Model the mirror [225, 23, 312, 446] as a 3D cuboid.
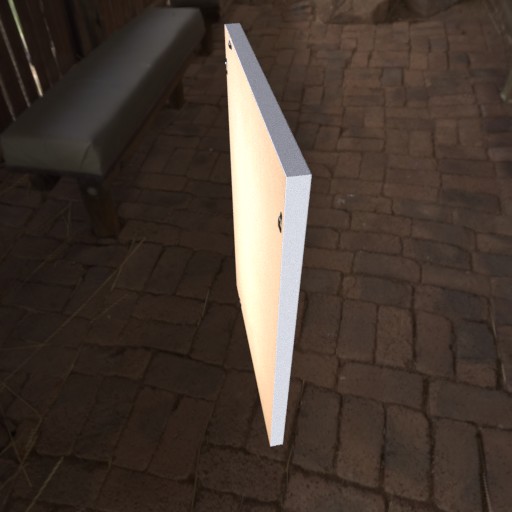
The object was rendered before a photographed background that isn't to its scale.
[{"bbox_3d":[0.000,0.000,1.135,0.041,0.914,0.609,-8,46,-7],"label":"mirror"}]
